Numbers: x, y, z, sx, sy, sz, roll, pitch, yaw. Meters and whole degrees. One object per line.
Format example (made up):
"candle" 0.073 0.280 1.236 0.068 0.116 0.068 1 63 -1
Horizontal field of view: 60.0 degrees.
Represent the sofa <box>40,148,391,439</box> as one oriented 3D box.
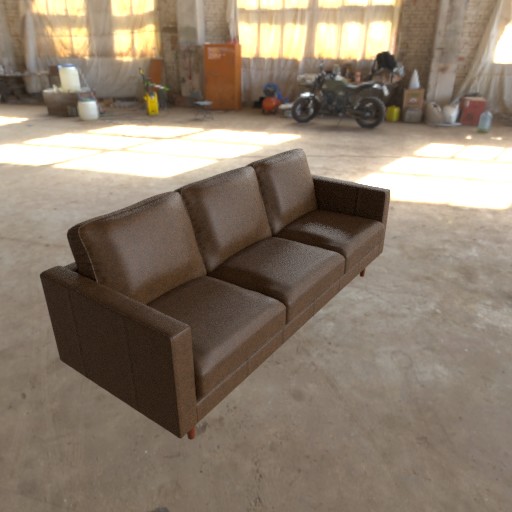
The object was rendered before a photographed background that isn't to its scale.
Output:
"sofa" 0.000 0.000 2.747 0.903 0.930 2.231 18 31 32
